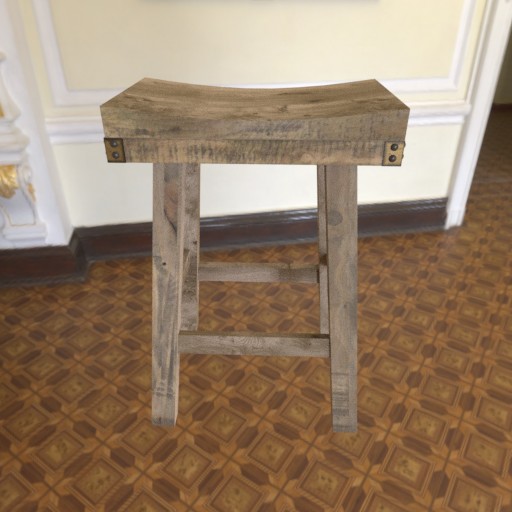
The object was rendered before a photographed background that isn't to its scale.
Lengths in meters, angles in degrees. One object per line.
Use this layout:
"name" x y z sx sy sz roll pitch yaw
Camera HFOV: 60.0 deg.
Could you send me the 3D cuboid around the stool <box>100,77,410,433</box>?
"stool" 0.000 0.000 0.894 0.450 0.635 0.330 1 31 2
